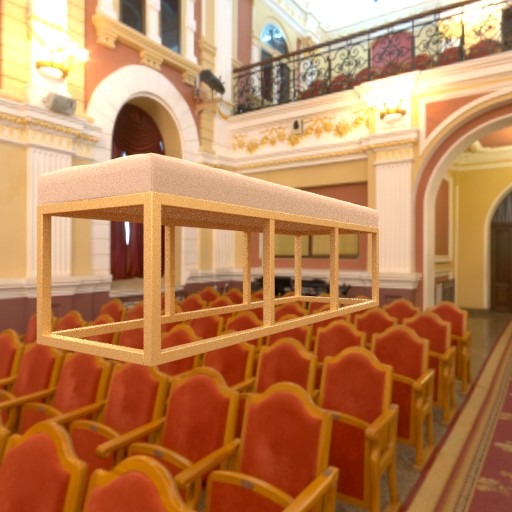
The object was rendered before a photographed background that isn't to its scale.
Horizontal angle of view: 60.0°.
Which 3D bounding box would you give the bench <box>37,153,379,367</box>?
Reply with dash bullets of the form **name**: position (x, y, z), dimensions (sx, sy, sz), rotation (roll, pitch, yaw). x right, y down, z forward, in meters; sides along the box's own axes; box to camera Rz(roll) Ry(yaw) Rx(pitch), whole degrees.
- **bench**: position (0.000, 0.000, 1.695), dimensions (0.457, 0.484, 1.473), rotation (0, 0, 34)
